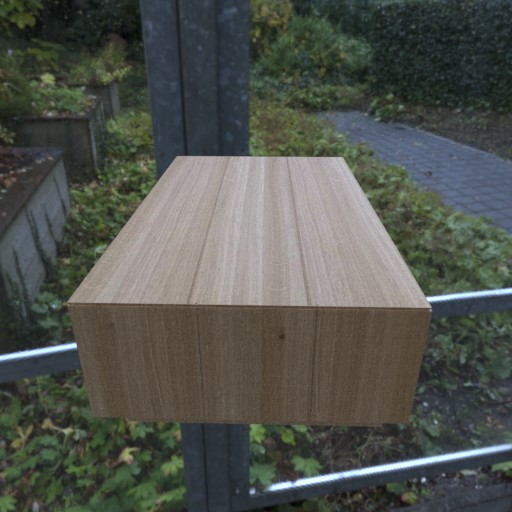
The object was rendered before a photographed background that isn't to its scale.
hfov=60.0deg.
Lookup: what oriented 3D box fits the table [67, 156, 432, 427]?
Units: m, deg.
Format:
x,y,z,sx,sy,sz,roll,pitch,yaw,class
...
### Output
x,y,z,sx,sy,sz,roll,pitch,yaw,class
0.000,0.000,1.394,0.678,0.353,1.110,1,27,1,table
